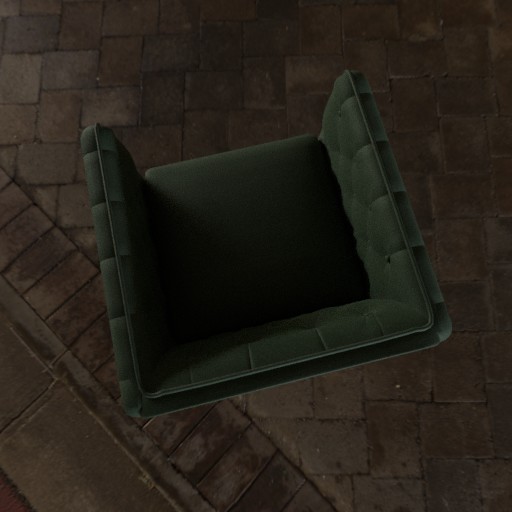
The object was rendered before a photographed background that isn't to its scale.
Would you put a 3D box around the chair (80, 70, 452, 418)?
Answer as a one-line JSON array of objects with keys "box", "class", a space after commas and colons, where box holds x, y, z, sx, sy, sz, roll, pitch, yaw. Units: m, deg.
[{"box": [0.000, 0.000, 1.567, 0.917, 0.768, 0.855, -13, 76, -3], "class": "chair"}]
